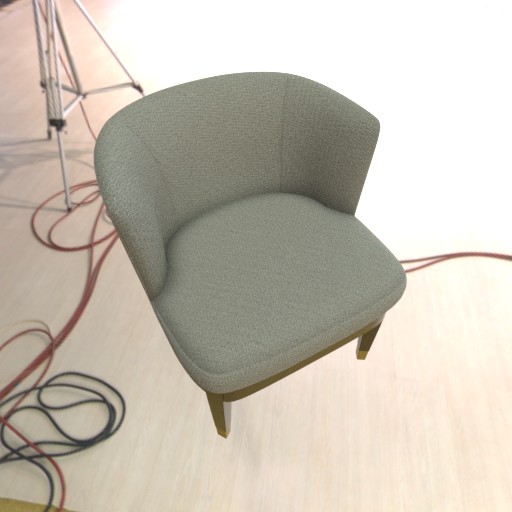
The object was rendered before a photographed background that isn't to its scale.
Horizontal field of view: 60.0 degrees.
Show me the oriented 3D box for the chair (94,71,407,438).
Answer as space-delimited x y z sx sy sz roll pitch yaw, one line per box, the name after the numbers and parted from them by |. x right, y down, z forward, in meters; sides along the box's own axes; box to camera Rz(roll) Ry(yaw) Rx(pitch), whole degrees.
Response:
0.000 0.000 1.241 0.700 0.760 0.660 -23 50 -21 | chair
